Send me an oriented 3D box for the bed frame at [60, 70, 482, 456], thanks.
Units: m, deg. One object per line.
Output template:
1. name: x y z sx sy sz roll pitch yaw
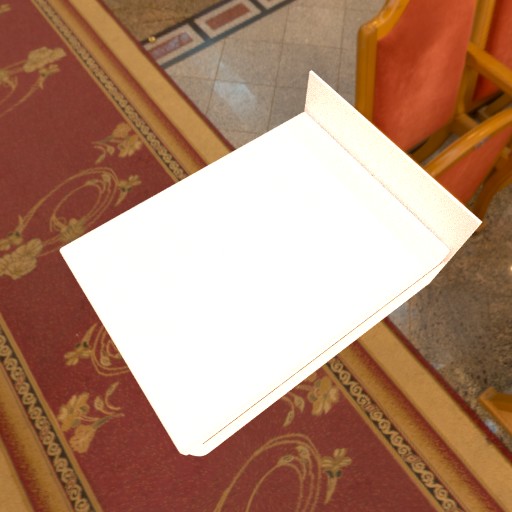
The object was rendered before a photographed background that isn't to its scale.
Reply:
1. bed frame: 0.000 0.000 2.671 1.900 0.800 1.400 -33 68 -16
